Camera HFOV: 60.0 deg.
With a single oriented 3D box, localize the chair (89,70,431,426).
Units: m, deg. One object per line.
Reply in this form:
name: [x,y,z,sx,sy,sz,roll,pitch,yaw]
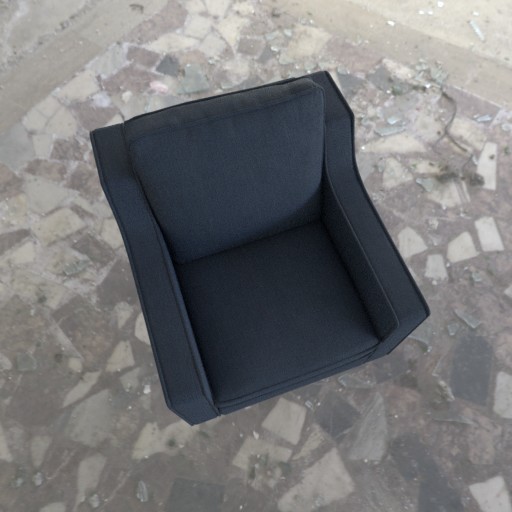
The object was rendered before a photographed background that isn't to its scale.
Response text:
chair: [0.000,0.000,1.609,0.831,0.960,0.909,-18,66,-8]
